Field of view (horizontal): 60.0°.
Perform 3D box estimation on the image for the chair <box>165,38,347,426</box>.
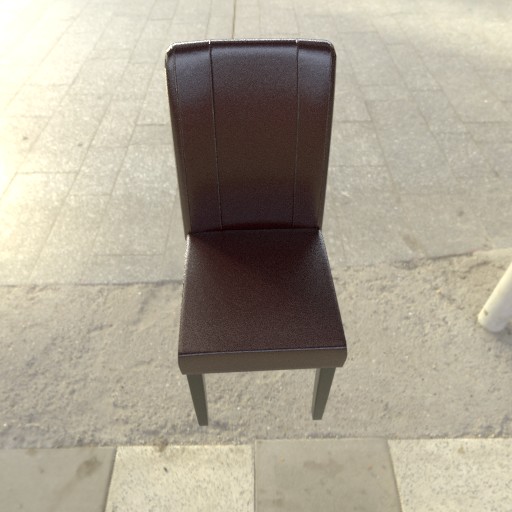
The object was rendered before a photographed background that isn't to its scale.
[{"bbox_3d":[0.000,0.000,1.161,0.399,0.897,0.556,-2,47,-2],"label":"chair"}]
